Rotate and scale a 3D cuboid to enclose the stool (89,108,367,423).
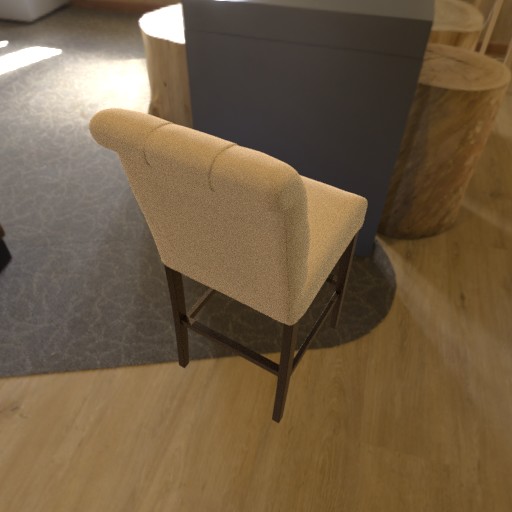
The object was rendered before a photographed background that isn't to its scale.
[{"bbox_3d":[0.000,0.000,1.400,0.482,1.118,0.610,24,51,21],"label":"stool"}]
